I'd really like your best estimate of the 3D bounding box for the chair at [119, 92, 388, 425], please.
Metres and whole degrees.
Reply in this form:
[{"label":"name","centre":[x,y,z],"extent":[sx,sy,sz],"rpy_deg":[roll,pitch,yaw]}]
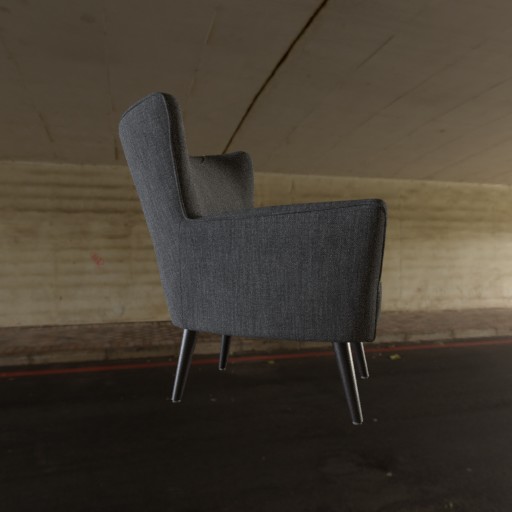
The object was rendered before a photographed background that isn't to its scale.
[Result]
[{"label":"chair","centre":[0.000,0.000,1.567],"extent":[0.888,0.933,0.781],"rpy_deg":[0,0,16]}]
